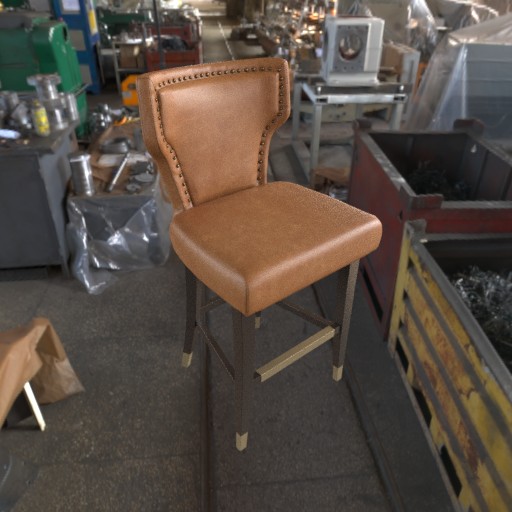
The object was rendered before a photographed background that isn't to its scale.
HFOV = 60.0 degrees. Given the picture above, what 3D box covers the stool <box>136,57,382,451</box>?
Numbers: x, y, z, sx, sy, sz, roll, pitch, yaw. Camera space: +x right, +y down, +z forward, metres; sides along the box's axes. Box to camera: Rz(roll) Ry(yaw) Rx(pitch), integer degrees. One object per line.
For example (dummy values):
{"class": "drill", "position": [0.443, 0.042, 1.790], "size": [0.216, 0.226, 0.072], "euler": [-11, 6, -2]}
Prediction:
{"class": "stool", "position": [0.000, 0.000, 1.413], "size": [0.526, 1.092, 0.563], "euler": [-24, 39, -32]}
